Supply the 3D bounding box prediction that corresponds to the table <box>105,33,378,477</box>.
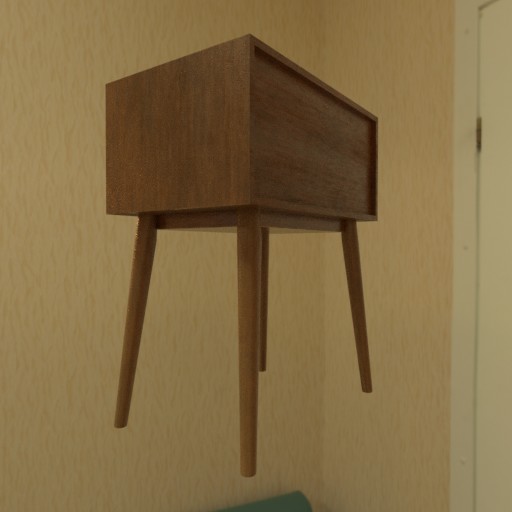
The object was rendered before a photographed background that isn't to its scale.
[{"bbox_3d":[0.000,0.000,0.846,0.307,0.580,0.454,1,1,36],"label":"table"}]
